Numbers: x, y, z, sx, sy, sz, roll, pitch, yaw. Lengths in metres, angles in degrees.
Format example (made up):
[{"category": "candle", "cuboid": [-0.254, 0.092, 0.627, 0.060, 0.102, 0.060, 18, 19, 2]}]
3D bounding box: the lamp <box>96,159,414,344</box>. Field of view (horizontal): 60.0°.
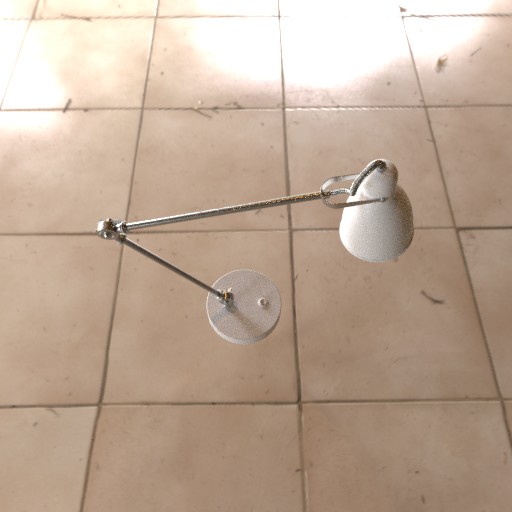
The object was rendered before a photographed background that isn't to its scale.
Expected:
[{"category": "lamp", "cuboid": [0.000, 0.000, 0.877, 0.561, 0.587, 0.187, -2, 63, -1]}]
